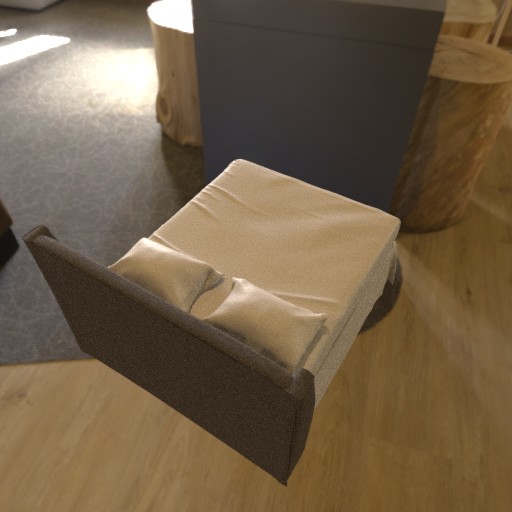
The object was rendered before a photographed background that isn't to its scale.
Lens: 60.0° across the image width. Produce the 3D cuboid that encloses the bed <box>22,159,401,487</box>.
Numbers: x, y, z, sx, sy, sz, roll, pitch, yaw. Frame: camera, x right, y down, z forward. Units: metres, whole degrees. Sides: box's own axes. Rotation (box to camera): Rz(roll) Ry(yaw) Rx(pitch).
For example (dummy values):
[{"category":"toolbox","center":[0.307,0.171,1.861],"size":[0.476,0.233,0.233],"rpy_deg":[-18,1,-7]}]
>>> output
[{"category":"bed","center":[0.000,0.000,3.406],"size":[1.925,1.332,2.276],"rpy_deg":[25,52,21]}]
